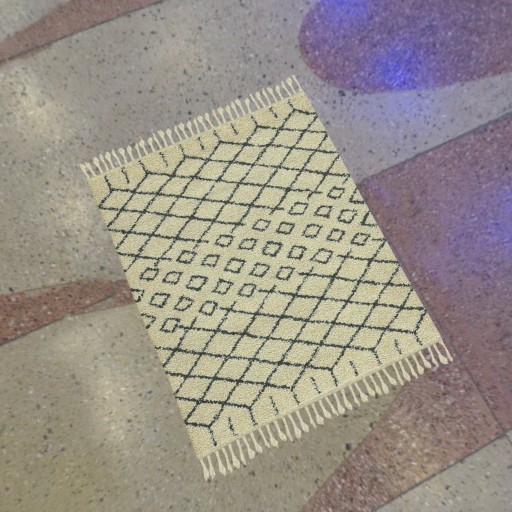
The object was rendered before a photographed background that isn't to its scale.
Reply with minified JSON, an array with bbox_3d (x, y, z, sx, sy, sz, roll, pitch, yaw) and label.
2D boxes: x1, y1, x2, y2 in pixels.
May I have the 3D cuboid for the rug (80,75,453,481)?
[{"bbox_3d":[0.000,0.000,4.159,2.388,0.030,3.213,-24,77,-6],"label":"rug"}]
